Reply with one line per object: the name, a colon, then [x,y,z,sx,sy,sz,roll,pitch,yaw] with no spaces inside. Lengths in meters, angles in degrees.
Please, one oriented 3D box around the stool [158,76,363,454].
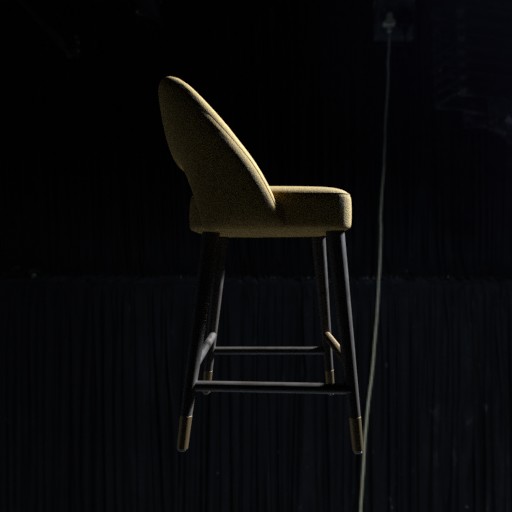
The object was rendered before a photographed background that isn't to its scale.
stool: [0.000,0.000,1.281,0.522,0.939,0.536,0,0,1]
